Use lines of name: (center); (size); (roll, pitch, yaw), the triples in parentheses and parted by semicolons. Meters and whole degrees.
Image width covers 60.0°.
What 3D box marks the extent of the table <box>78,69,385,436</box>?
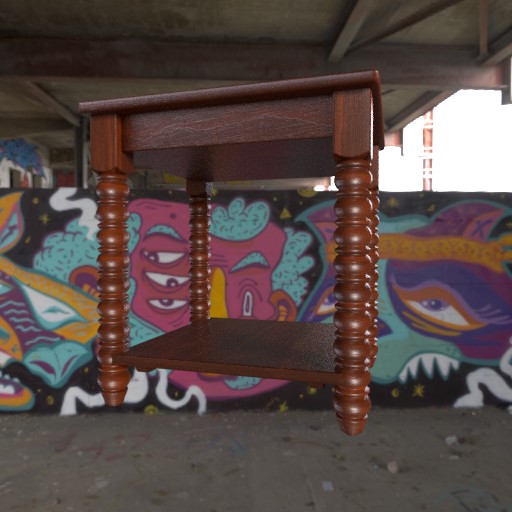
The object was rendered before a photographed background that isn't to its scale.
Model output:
table: (0.000, 0.000, 0.973); (0.533, 0.567, 0.500); (0, 1, 17)
